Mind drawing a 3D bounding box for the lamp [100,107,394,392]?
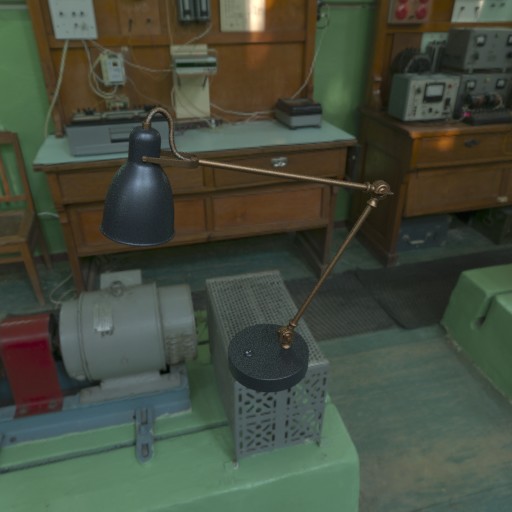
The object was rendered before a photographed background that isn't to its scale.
[{"bbox_3d":[0.000,0.000,0.884,0.561,0.587,0.187,-8,31,-14],"label":"lamp"}]
